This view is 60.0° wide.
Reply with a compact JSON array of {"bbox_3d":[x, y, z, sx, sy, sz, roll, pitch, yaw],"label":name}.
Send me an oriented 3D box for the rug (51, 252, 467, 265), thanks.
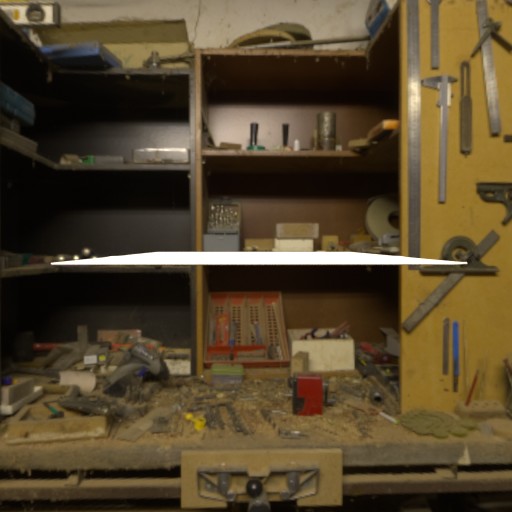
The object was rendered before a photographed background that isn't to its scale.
[{"bbox_3d":[0.000,0.000,4.060,2.423,0.019,3.009,0,2,-1],"label":"rug"}]
